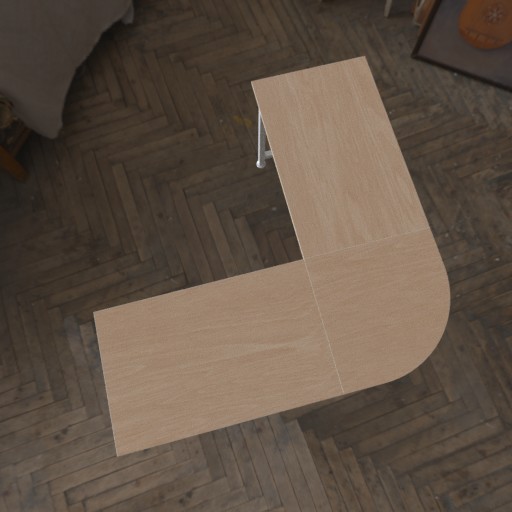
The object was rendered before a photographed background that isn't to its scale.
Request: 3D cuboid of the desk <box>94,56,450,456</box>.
[{"bbox_3d":[0.000,0.000,2.192,1.400,0.762,1.400,-14,76,-4],"label":"desk"}]
